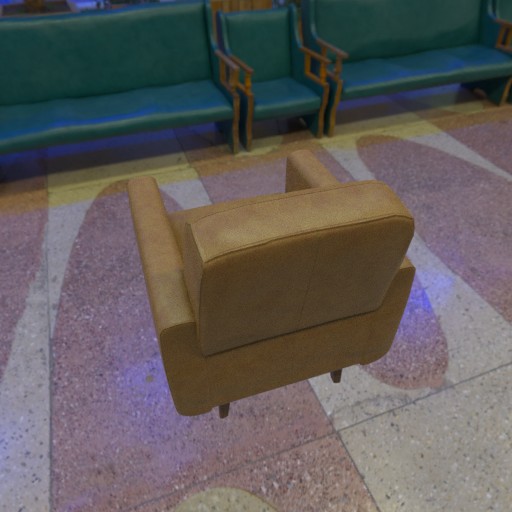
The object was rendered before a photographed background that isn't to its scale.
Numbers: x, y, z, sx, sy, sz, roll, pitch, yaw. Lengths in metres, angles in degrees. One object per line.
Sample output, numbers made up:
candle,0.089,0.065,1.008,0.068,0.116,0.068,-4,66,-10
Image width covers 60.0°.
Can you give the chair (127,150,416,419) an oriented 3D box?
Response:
chair,0.000,0.000,1.698,0.845,0.968,0.942,-13,43,-14
